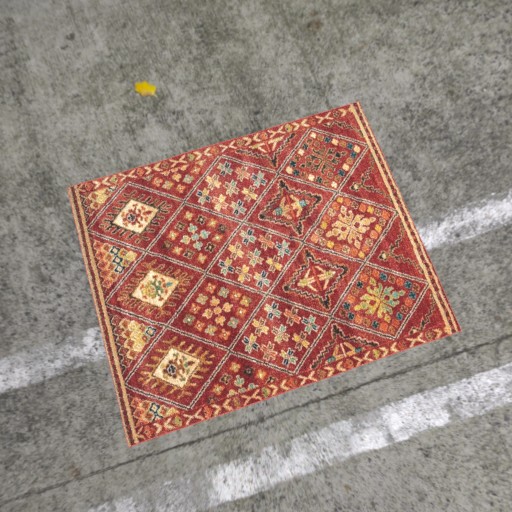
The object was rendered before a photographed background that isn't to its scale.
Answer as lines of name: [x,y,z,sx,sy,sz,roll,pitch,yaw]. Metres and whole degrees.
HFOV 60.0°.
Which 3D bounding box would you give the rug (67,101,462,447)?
rug: [0.000,0.000,4.156,3.086,0.030,2.489,-18,76,-5]
